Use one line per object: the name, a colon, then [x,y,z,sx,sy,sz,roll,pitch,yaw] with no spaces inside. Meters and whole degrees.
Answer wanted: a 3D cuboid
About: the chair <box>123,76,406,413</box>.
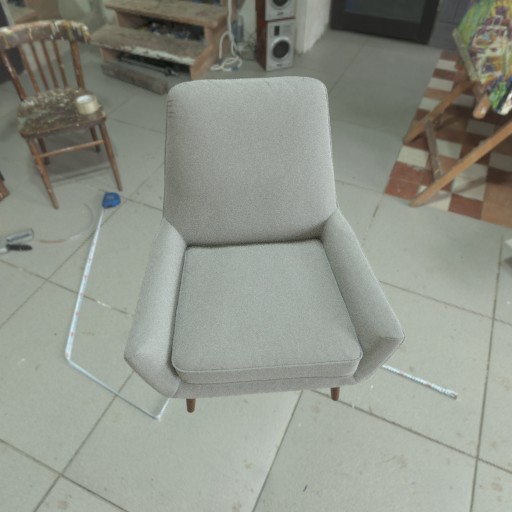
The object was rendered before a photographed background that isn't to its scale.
chair: [0.000,0.000,1.505,0.787,0.888,0.822,-4,48,-3]
